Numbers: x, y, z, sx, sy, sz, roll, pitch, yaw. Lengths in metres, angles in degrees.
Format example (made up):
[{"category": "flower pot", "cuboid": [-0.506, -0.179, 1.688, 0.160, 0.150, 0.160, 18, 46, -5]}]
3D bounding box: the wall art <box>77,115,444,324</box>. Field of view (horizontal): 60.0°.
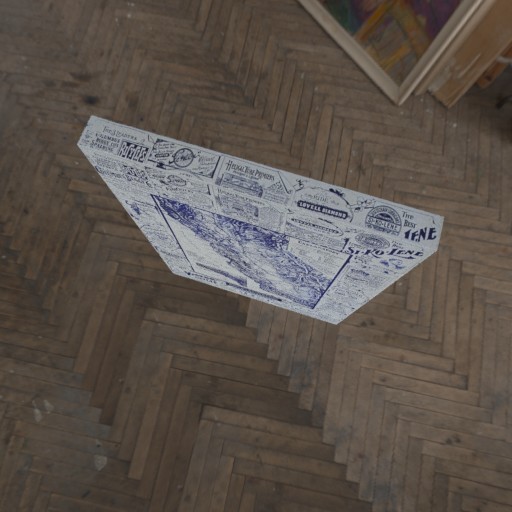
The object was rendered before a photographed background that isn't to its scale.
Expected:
[{"category": "wall art", "cuboid": [0.000, 0.000, 0.482, 0.255, 0.376, 0.025, 17, 75, 5]}]
